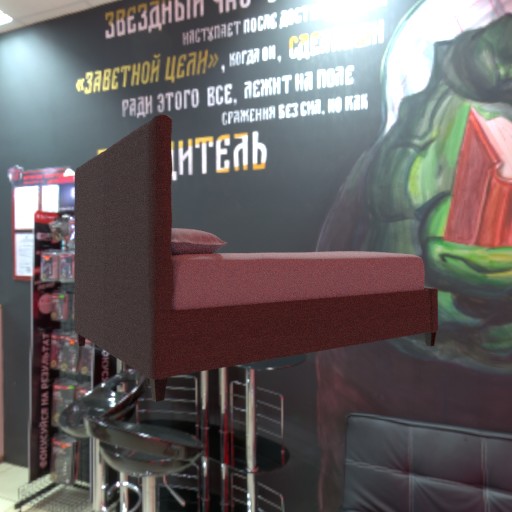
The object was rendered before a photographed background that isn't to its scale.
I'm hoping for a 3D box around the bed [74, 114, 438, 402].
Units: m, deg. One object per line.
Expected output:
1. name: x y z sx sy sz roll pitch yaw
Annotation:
1. bed: 0.000 0.000 3.524 2.387 1.427 1.698 0 1 -35
